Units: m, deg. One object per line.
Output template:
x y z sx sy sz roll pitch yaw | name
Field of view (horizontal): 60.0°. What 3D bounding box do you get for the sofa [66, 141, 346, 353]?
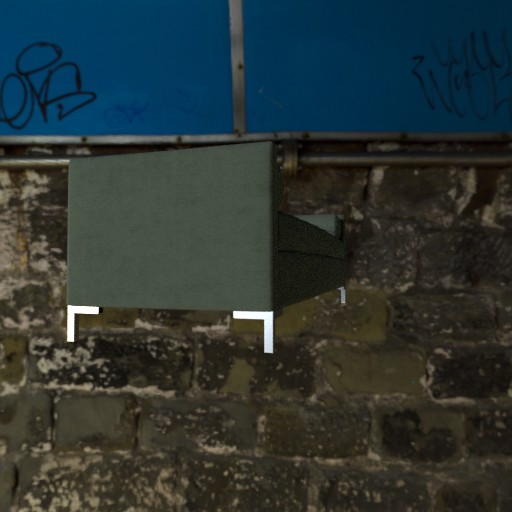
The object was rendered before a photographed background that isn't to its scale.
0.000 0.000 2.458 0.797 0.657 2.102 0 -2 17 | sofa
